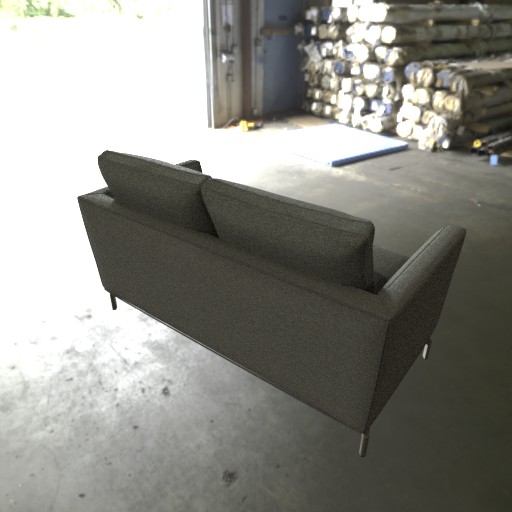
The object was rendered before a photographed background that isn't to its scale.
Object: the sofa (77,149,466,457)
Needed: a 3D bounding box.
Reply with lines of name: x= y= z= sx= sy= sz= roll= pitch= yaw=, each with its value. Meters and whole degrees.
sofa: x=0.000 y=0.000 z=2.082 sx=1.594 sy=0.924 sz=0.803 roll=21 pitch=35 yaw=32
